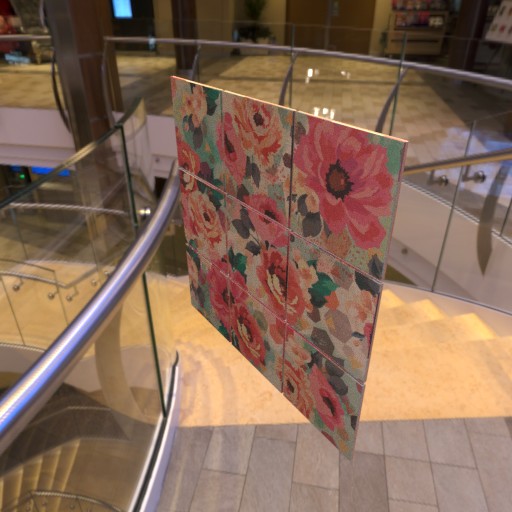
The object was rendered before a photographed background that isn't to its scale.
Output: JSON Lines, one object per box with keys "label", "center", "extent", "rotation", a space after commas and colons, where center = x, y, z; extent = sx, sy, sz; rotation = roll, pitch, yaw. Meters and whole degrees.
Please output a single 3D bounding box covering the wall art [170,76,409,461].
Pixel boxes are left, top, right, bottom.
{"label": "wall art", "center": [0.000, 0.000, 1.341], "extent": [0.012, 0.910, 0.911], "rotation": [-21, 36, -31]}
